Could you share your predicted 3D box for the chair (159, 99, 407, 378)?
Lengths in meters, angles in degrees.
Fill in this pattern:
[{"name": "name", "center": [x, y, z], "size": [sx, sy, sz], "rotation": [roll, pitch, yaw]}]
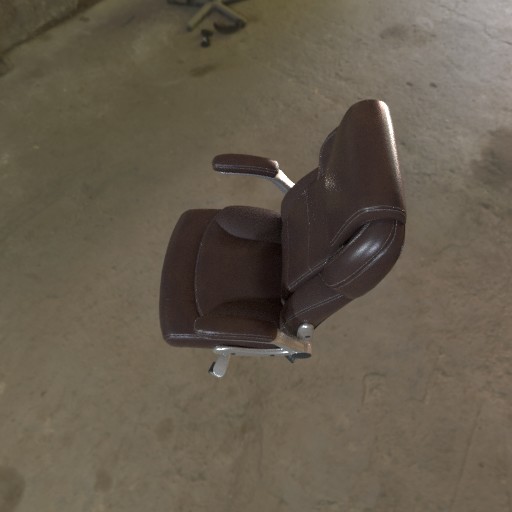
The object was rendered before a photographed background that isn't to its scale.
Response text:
[{"name": "chair", "center": [0.000, 0.000, 1.637], "size": [0.774, 1.160, 0.733], "rotation": [2, 60, 1]}]
